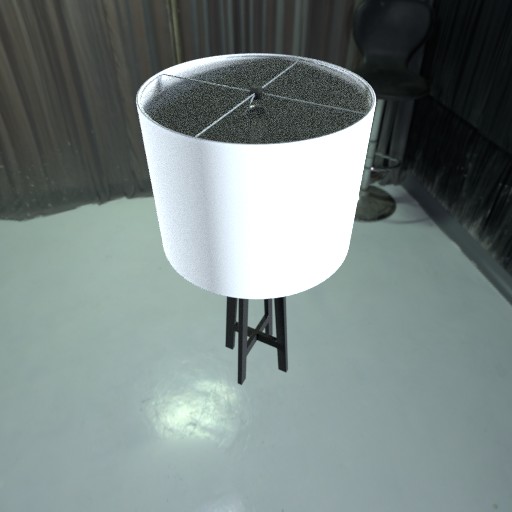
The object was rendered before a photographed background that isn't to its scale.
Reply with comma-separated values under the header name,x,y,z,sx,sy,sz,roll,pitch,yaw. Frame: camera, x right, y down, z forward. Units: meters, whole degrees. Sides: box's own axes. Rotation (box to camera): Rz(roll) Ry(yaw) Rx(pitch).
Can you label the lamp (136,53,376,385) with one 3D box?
name,x,y,z,sx,sy,sz,roll,pitch,yaw
lamp,0.000,0.000,0.643,0.257,0.489,0.257,-12,43,-13
